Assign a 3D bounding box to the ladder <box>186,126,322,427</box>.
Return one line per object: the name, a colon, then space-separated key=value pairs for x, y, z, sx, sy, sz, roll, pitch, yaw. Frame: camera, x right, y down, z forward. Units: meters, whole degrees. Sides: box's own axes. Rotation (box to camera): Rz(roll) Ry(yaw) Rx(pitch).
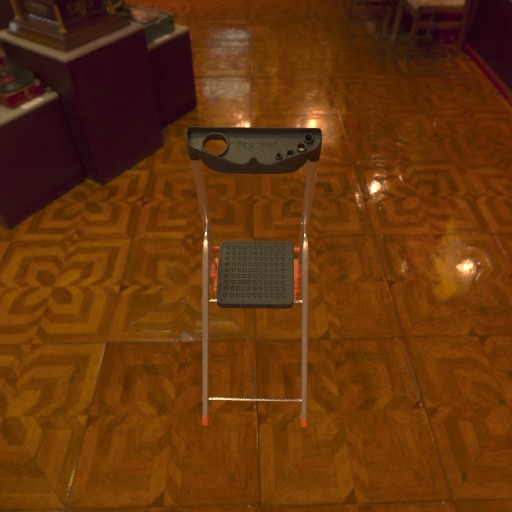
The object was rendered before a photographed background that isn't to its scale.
ladder: x=0.000 y=0.000 z=1.544 sx=0.416 sy=1.229 sz=0.686 roll=1 pitch=46 yaw=1
